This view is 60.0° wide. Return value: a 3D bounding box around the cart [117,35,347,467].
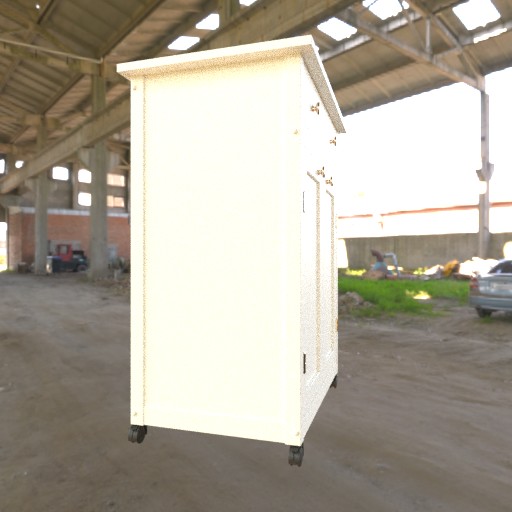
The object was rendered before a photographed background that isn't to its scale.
[{"bbox_3d":[0.000,0.000,1.257,0.442,0.864,0.683,0,0,17],"label":"cart"}]
